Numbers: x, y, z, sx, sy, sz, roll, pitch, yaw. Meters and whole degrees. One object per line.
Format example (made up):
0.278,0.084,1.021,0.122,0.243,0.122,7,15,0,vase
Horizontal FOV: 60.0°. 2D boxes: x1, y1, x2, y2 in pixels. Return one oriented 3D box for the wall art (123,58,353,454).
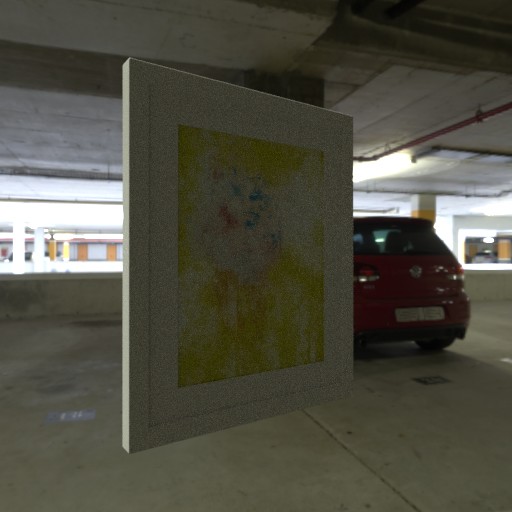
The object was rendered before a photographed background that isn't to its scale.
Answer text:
0.000,0.000,0.762,0.454,0.556,0.028,0,0,-35,wall art
